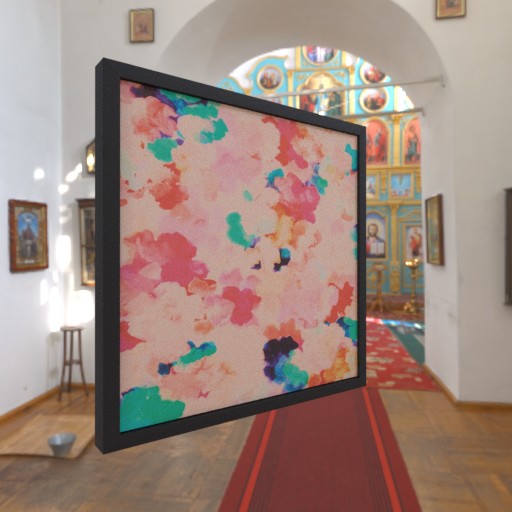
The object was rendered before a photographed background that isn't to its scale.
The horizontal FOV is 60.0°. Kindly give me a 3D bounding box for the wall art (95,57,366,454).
[{"bbox_3d":[0.000,0.000,0.725,0.506,0.503,0.036,0,0,-36],"label":"wall art"}]
